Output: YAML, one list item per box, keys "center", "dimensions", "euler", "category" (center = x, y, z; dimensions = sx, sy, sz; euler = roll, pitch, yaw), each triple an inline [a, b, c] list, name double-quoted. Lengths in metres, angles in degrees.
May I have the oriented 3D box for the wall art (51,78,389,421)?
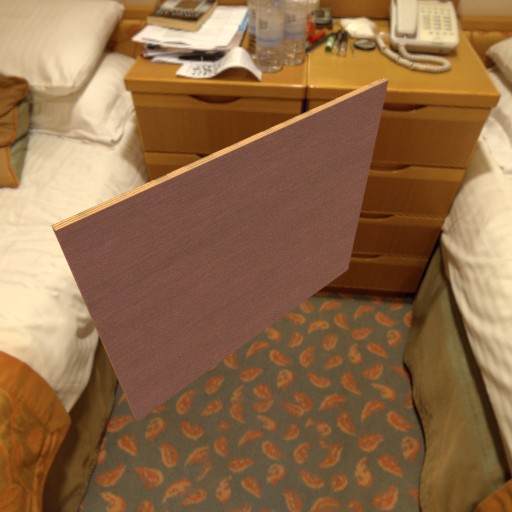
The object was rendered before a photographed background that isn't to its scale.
- center: [0.000, 0.000, 0.682]
  dimensions: [0.508, 0.408, 0.010]
  euler: [-31, 53, -27]
  category: "wall art"
